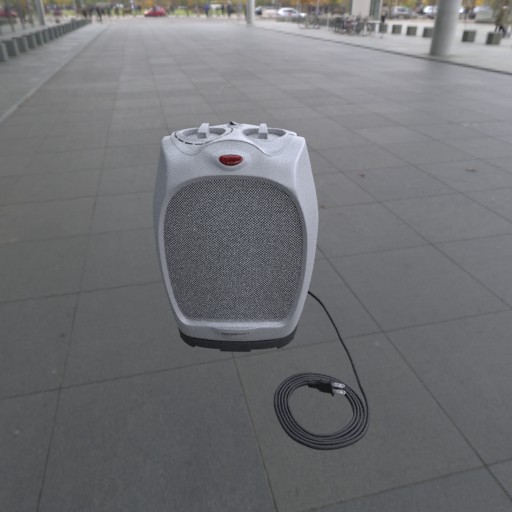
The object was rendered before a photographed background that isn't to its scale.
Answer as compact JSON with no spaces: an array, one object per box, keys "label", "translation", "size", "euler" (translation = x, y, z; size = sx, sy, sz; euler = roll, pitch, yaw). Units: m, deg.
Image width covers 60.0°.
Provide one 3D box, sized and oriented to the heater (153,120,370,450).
[{"label":"heater","translation":[0.000,0.000,0.479],"size":[0.239,0.255,0.291],"euler":[1,29,1]}]
